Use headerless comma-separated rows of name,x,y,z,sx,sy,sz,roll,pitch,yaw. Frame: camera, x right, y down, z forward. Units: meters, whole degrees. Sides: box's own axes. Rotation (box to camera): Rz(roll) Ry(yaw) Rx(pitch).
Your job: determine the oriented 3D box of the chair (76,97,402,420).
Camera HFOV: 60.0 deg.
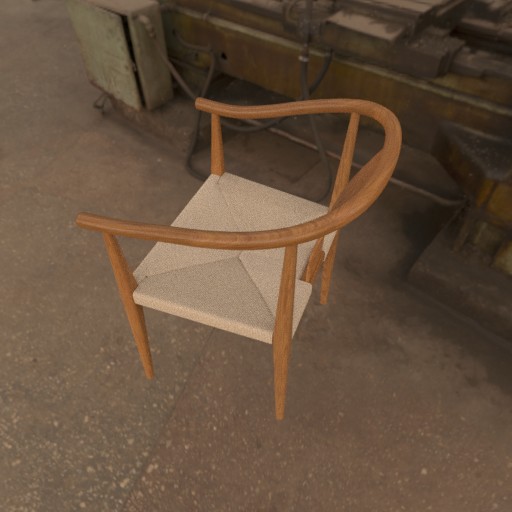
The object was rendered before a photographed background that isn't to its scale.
chair,0.000,0.000,1.195,0.579,0.800,0.556,17,49,15
